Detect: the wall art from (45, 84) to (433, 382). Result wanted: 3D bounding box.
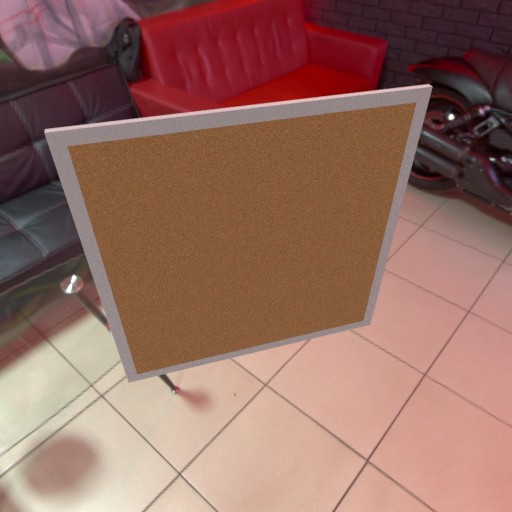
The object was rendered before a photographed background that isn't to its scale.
[{"bbox_3d":[0.000,0.000,0.658,0.456,0.457,0.009,-11,42,-12],"label":"wall art"}]
